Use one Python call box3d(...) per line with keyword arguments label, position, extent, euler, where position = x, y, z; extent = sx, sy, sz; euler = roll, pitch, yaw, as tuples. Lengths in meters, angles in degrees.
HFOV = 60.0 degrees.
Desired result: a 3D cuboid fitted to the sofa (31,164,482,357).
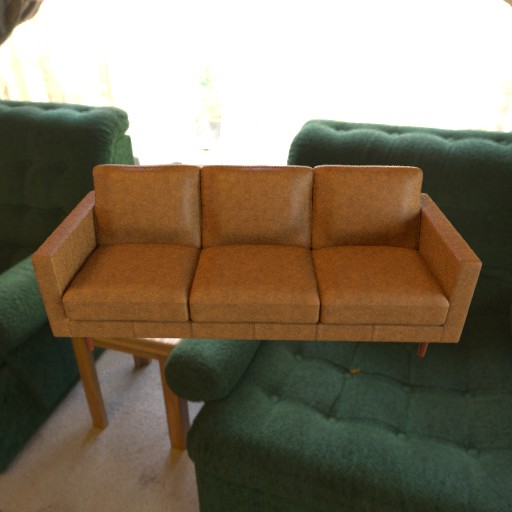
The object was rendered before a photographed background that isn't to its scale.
box3d(label="sofa", position=(0.000, 0.000, 2.648), extent=(2.231, 0.930, 0.903), euler=(1, 30, 1))
